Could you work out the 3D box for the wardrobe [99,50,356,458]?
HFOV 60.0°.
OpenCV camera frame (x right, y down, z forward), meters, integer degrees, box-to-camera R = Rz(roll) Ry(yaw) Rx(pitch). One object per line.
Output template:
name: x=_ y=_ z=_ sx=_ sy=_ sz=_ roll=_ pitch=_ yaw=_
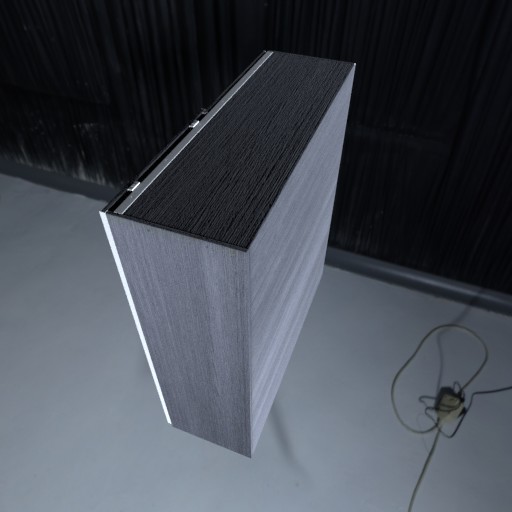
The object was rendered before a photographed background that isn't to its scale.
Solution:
wardrobe: x=0.000 y=0.000 z=2.937 sx=0.629 sy=1.960 sz=1.780 roll=16 pitch=48 yaw=15
